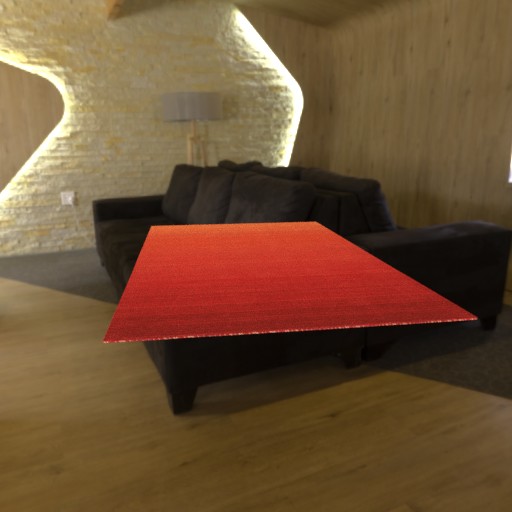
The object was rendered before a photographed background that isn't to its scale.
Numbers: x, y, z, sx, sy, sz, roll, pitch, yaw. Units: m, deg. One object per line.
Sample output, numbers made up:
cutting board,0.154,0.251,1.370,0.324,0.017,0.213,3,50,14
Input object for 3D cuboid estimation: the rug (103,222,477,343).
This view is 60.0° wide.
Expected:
rug,0.000,0.000,2.930,1.531,0.010,2.442,-2,14,-8
